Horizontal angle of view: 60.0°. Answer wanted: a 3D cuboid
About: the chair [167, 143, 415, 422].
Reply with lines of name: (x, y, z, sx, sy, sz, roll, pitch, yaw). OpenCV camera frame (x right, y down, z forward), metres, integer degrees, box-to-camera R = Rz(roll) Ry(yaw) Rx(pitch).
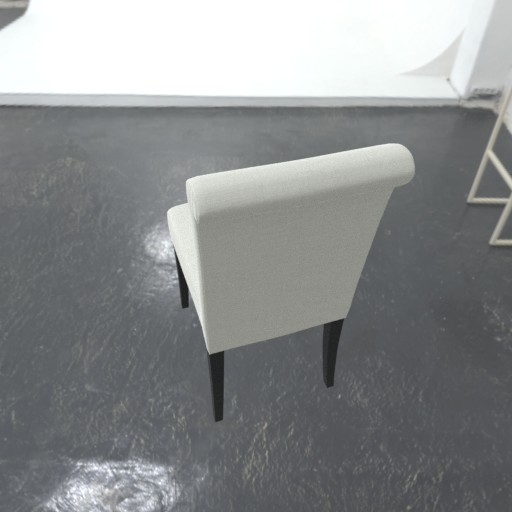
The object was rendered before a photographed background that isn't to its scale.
chair: (0.000, 0.000, 1.374, 0.452, 0.976, 0.708, -12, 43, -14)
